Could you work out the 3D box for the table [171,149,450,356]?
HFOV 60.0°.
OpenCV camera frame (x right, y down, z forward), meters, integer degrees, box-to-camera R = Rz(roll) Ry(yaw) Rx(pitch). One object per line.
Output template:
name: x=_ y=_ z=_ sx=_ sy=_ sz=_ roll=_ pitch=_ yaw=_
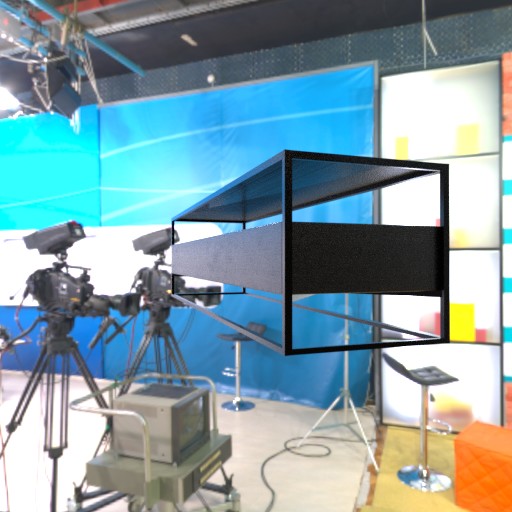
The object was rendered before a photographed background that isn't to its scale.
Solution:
table: x=0.000 y=0.000 z=1.614 sx=0.399 sy=0.395 sz=1.486 roll=0 pitch=-1 yaw=-19
